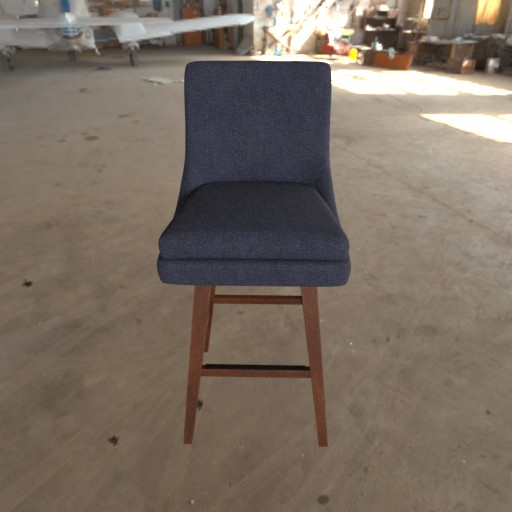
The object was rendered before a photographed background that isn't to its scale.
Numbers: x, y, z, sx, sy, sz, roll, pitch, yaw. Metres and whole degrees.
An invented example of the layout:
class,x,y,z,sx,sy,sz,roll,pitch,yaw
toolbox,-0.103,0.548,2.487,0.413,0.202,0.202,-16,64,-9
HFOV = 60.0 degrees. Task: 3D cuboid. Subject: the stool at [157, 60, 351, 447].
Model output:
class,x,y,z,sx,sy,sz,roll,pitch,yaw
stool,0.000,0.000,1.377,0.489,1.068,0.572,1,29,1
